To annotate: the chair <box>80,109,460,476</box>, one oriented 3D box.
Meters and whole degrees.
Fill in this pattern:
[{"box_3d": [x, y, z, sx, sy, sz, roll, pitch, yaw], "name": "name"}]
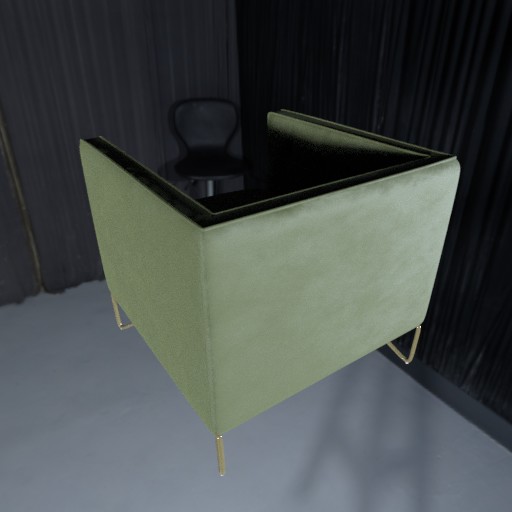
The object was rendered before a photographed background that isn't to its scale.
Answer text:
[{"box_3d": [0.000, 0.000, 1.566, 0.880, 0.790, 0.894, -19, 35, -29], "name": "chair"}]
